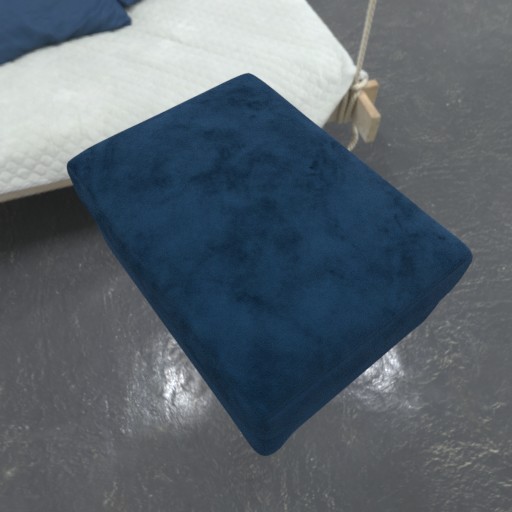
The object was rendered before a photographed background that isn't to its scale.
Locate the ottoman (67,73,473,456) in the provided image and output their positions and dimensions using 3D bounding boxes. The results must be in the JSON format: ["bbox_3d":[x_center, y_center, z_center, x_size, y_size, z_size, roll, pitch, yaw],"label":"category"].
[{"bbox_3d":[0.000,0.000,1.127,0.572,0.503,0.773,-33,63,-19],"label":"ottoman"}]
